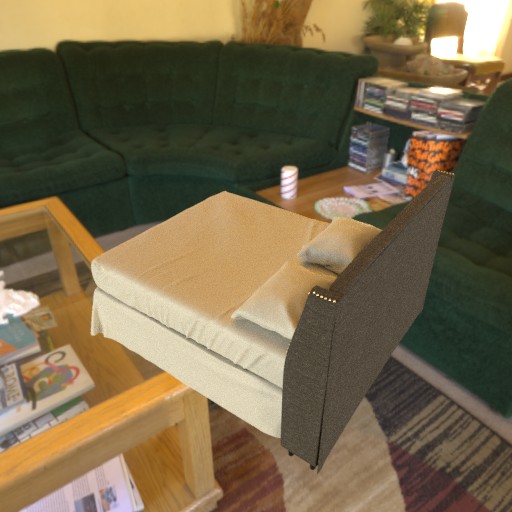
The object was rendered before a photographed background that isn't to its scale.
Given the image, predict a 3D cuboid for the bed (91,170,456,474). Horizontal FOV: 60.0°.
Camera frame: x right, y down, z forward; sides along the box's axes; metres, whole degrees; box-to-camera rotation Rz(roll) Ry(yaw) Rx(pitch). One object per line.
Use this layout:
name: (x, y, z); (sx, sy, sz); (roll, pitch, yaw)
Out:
bed: (0.000, 0.000, 3.495); (2.276, 1.332, 1.925); (21, 38, 30)
